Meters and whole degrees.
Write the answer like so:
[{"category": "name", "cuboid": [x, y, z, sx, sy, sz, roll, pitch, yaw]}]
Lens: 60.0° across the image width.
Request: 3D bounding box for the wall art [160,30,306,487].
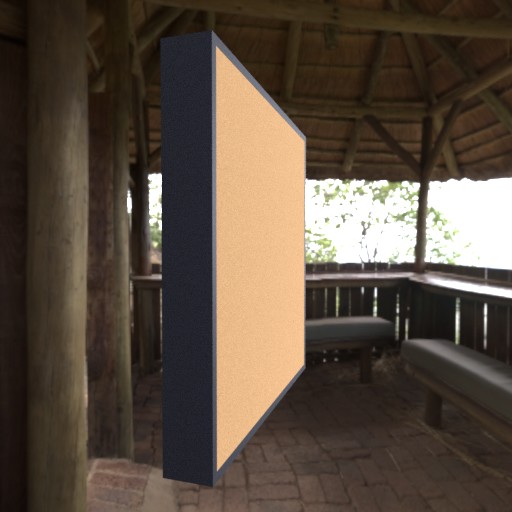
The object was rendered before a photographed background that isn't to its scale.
[{"category": "wall art", "cuboid": [0.000, 0.000, 0.445, 0.038, 0.304, 0.304, 0, 1, 18]}]
